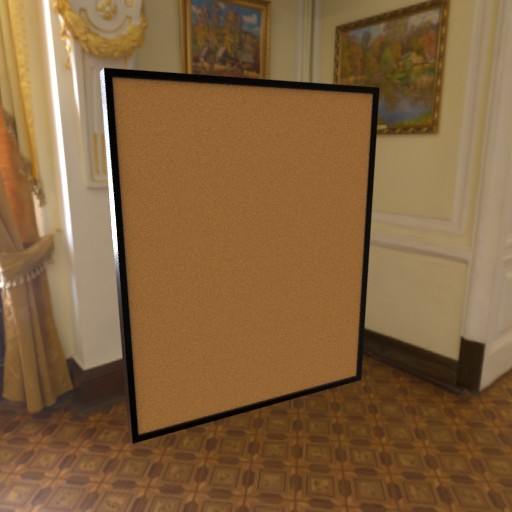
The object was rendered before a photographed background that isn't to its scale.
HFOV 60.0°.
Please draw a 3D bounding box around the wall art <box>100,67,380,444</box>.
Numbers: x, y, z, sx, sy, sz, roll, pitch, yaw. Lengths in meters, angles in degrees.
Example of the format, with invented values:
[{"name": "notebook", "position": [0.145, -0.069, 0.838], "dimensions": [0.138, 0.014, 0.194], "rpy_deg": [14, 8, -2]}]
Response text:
[{"name": "wall art", "position": [0.000, 0.000, 0.744], "dimensions": [0.451, 0.553, 0.039], "rpy_deg": [-7, 15, -25]}]
